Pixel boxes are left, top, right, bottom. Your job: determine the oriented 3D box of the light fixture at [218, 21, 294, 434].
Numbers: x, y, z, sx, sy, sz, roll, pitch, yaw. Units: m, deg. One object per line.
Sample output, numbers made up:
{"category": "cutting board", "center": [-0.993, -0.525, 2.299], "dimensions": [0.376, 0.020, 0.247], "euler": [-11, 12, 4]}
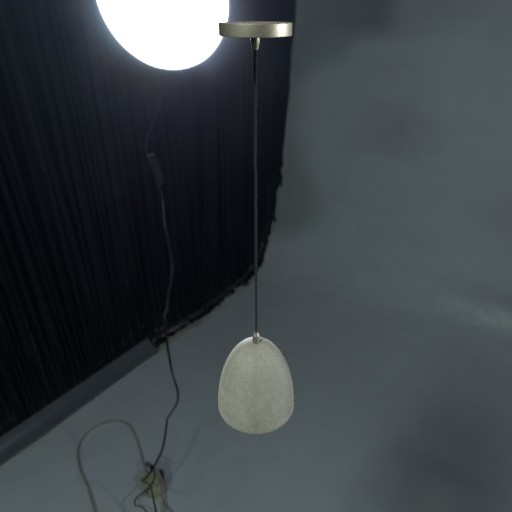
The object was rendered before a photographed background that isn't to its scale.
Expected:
{"category": "light fixture", "center": [0.000, 0.000, 0.815], "dimensions": [0.170, 0.759, 0.170], "euler": [19, 35, 30]}
